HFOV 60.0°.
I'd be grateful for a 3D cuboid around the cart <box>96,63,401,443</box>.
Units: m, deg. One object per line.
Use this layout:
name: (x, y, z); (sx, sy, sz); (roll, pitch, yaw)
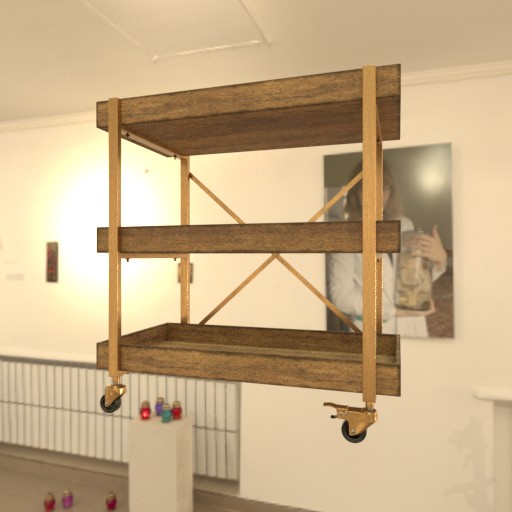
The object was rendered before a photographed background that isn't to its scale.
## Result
cart: (0.000, 0.000, 1.209); (0.750, 0.799, 0.416); (0, 0, 18)
